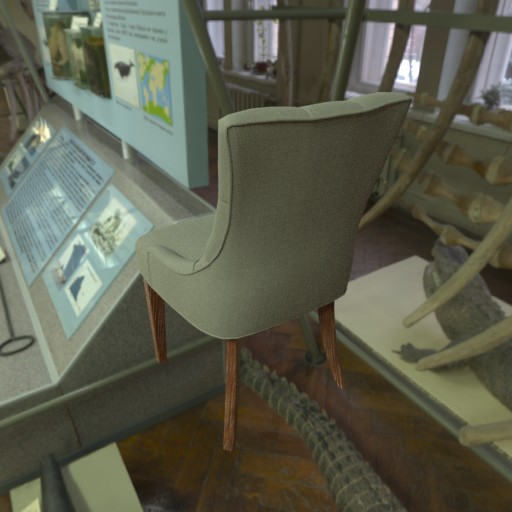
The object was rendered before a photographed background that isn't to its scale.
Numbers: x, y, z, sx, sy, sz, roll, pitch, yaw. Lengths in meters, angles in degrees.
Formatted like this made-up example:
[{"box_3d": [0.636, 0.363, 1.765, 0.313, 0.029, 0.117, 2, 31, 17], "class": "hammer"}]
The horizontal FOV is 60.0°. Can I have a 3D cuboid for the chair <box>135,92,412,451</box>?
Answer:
[{"box_3d": [0.000, 0.000, 1.195, 0.509, 0.874, 0.565, -18, 34, -28], "class": "chair"}]
